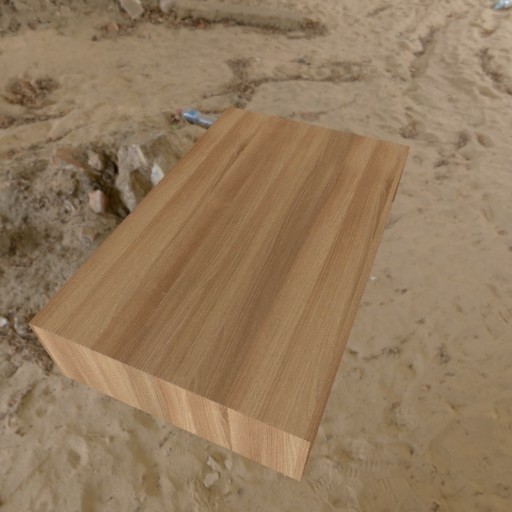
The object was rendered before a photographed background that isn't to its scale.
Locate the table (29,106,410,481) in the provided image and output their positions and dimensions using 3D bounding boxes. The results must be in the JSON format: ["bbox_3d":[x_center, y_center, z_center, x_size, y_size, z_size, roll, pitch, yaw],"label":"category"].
[{"bbox_3d":[0.000,0.000,1.418,0.700,0.330,1.100,17,50,15],"label":"table"}]
